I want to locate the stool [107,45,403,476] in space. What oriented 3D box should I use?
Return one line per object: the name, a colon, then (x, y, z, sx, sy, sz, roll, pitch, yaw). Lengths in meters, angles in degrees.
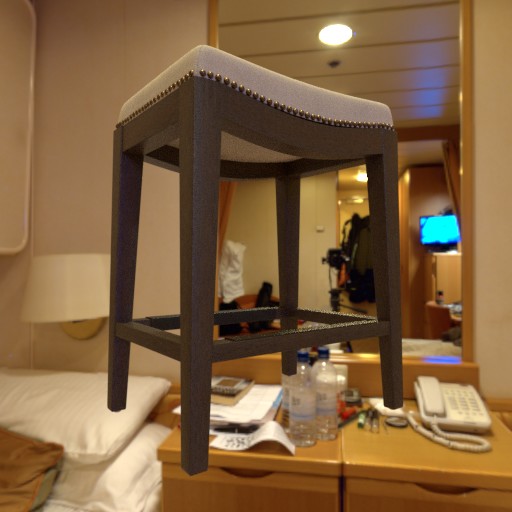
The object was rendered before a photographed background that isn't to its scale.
stool: (0.000, 0.000, 0.924, 0.500, 0.642, 0.361, 0, -1, -37)
